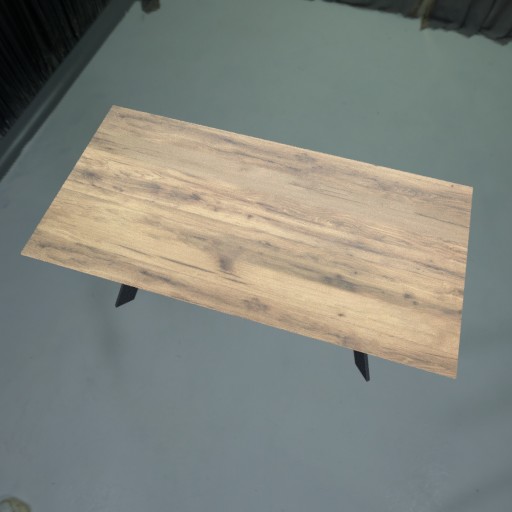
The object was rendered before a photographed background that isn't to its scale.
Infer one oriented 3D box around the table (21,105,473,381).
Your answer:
[{"bbox_3d":[0.000,0.000,2.501,2.000,0.770,1.000,15,63,8],"label":"table"}]
